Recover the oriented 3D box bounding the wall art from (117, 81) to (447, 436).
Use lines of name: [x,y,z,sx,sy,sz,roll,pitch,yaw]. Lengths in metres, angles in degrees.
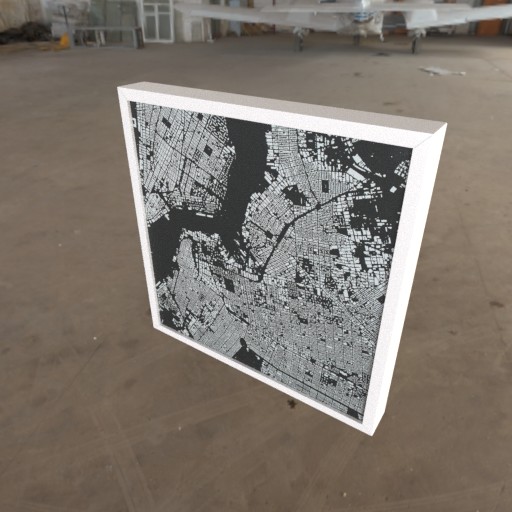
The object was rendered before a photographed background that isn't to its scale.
wall art: [0.000,0.000,0.455,0.305,0.305,0.037,19,36,28]
